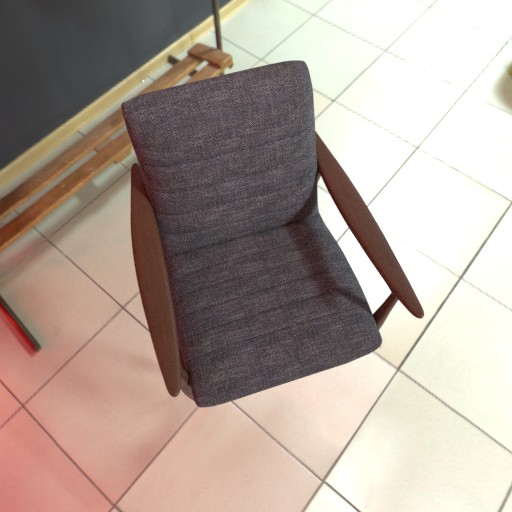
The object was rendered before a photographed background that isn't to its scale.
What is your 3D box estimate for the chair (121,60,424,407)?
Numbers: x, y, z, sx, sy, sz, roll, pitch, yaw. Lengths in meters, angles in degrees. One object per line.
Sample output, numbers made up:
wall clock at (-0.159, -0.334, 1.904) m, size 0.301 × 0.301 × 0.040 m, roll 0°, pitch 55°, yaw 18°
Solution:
chair at (0.000, 0.000, 1.456) m, size 0.741 × 0.832 × 0.798 m, roll -16°, pitch 64°, yaw -8°
